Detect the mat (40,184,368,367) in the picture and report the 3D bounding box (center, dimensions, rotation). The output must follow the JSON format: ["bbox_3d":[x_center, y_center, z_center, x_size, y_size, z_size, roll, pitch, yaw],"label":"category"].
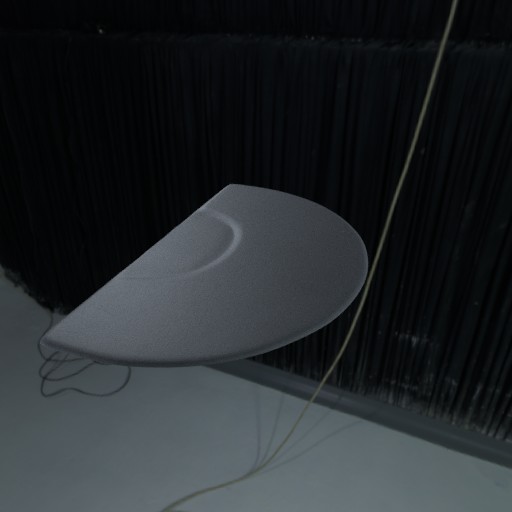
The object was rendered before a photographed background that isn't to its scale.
[{"bbox_3d":[0.000,0.000,1.868,0.917,0.016,1.525,11,31,18],"label":"mat"}]
